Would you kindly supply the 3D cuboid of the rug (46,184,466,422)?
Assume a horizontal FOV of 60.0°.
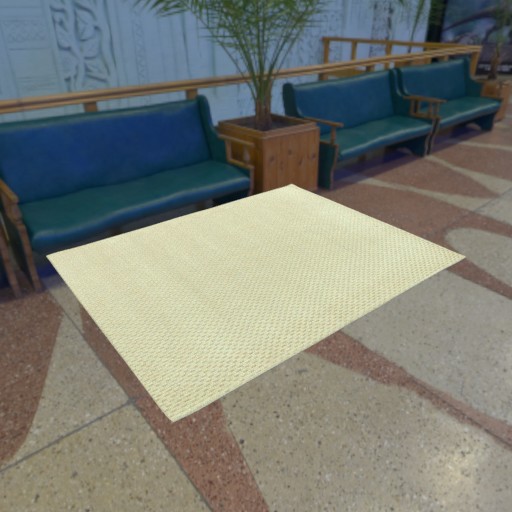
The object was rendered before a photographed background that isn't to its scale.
[{"bbox_3d":[0.000,0.000,3.874,2.897,0.035,2.277,-21,36,-32],"label":"rug"}]
